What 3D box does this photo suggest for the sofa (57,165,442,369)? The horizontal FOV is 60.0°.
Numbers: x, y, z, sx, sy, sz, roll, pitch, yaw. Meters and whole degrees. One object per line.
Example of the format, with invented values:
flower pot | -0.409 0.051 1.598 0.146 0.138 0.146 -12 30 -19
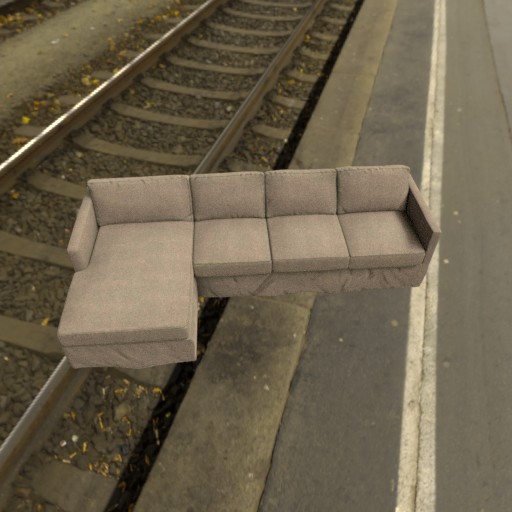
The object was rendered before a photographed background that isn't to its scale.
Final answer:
sofa | 0.000 0.000 3.980 3.205 0.922 1.650 -3 45 -3
